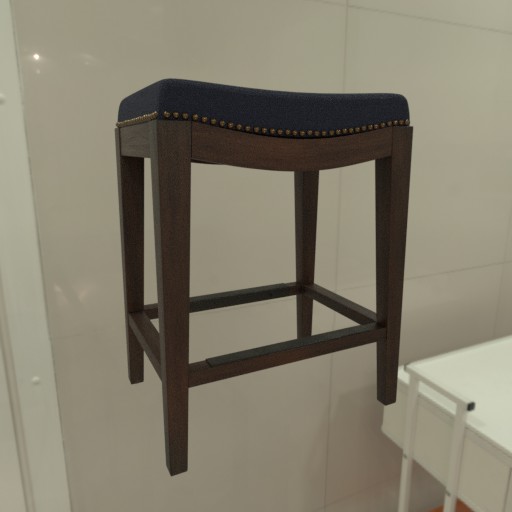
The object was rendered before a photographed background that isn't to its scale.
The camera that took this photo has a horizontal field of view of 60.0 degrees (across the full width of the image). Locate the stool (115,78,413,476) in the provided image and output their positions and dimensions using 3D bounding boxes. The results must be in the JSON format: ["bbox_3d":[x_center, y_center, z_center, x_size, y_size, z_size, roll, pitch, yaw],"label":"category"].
[{"bbox_3d":[0.000,0.000,0.934,0.500,0.642,0.361,-7,15,-26],"label":"stool"}]
